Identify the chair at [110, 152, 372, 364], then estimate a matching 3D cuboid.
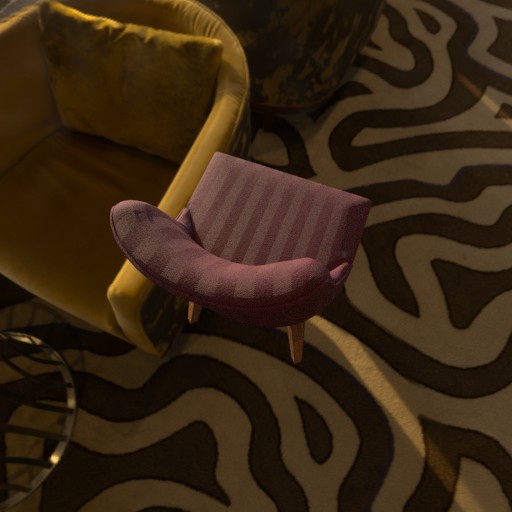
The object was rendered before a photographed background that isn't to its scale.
[{"bbox_3d":[0.000,0.000,1.296,0.548,0.916,0.638,19,65,9],"label":"chair"}]
